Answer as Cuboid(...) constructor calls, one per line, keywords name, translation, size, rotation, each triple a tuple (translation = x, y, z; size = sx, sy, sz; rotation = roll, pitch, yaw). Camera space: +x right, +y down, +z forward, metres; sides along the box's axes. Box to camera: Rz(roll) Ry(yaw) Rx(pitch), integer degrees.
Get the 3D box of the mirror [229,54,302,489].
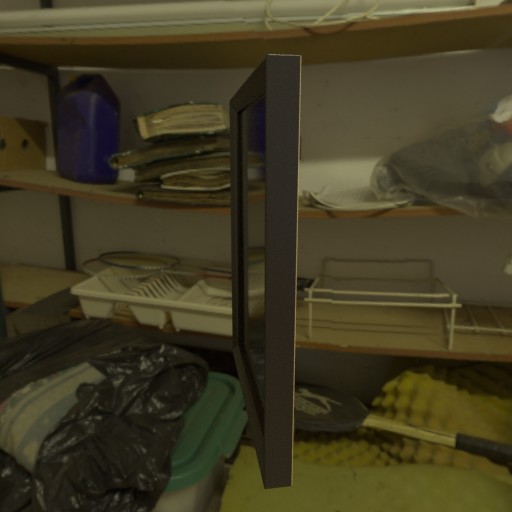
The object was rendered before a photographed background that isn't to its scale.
Cuboid(name="mirror", translation=(0.000, 0.000, 0.699), size=(0.041, 0.509, 0.406), rotation=(-2, 13, -8))
